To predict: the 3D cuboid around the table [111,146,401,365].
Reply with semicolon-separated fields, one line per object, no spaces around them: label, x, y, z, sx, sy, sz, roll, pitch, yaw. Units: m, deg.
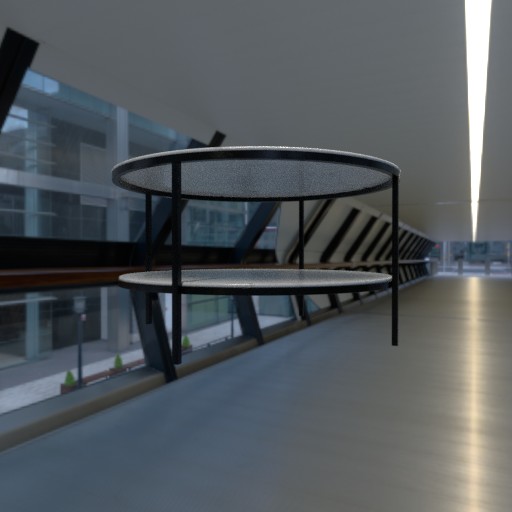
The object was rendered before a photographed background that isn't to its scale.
table;0.000;0.000;1.290;0.800;0.450;0.800;0;1;0
